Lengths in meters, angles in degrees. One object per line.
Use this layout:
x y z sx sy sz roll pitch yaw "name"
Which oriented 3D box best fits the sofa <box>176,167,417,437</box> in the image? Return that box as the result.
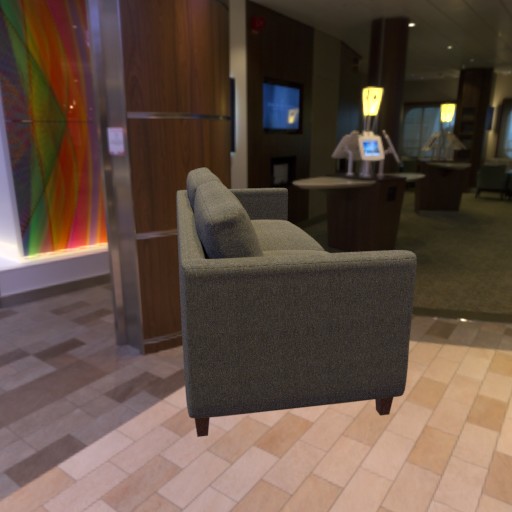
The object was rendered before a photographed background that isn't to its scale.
0.000 0.000 2.753 0.948 0.965 2.208 -3 16 -10 "sofa"
